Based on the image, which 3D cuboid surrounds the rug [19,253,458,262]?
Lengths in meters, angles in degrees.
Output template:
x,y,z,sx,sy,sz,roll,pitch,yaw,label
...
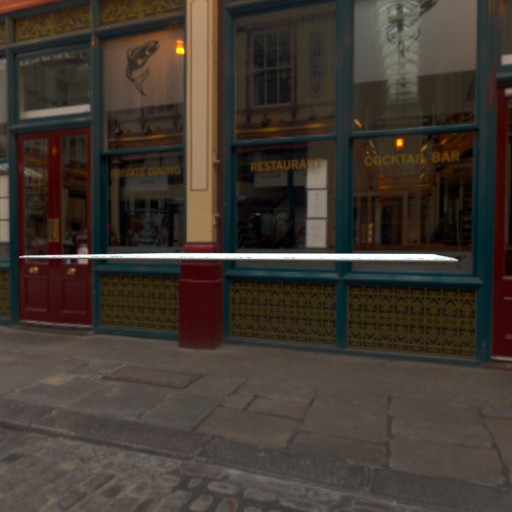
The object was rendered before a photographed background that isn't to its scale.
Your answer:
x,y,z,sx,sy,sz,roll,pitch,yaw,label
0.000,0.000,2.815,2.197,0.014,1.586,0,1,19,rug
